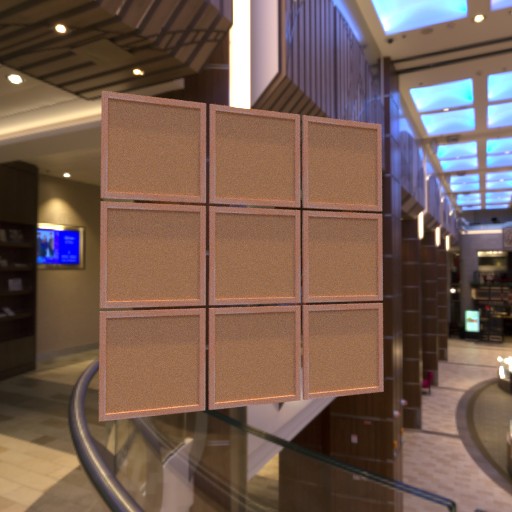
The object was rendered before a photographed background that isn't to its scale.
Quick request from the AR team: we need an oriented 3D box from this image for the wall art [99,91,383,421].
[{"bbox_3d":[0.000,0.000,1.834,1.216,1.220,0.013,0,-2,-19],"label":"wall art"}]
